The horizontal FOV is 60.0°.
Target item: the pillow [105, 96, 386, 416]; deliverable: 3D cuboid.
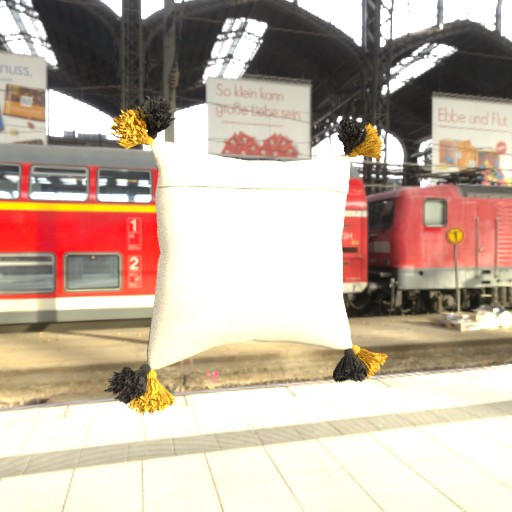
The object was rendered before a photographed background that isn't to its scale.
[{"bbox_3d":[0.000,0.000,1.001,0.654,0.659,0.139,0,1,-17],"label":"pillow"}]
